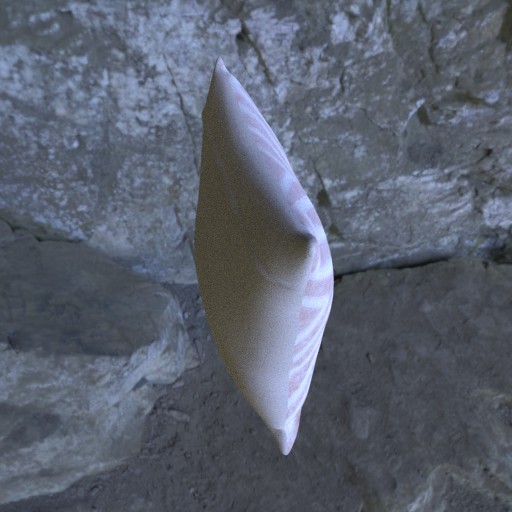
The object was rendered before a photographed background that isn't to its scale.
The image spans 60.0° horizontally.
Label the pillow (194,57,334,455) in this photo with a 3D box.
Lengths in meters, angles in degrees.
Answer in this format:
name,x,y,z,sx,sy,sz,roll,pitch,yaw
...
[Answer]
name,x,y,z,sx,sy,sz,roll,pitch,yaw
pillow,0.000,0.000,0.672,0.182,0.441,0.440,-10,47,-10
